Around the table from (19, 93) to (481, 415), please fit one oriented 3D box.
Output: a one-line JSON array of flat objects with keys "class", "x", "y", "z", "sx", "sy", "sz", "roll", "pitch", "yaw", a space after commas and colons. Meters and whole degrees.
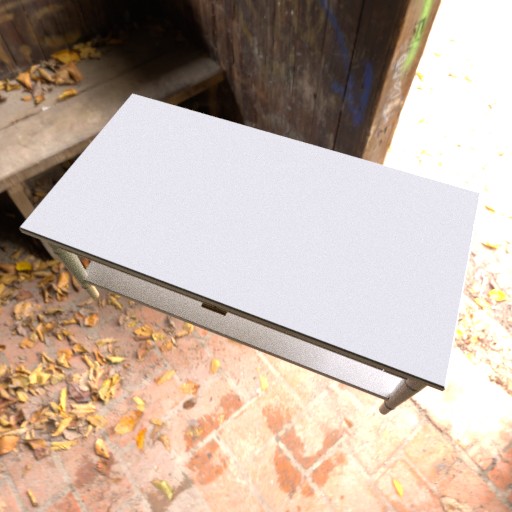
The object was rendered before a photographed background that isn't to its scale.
[{"class": "table", "x": 0.000, "y": 0.000, "z": 1.341, "sx": 1.067, "sy": 0.457, "sz": 0.559, "roll": 19, "pitch": 60, "yaw": 11}]
